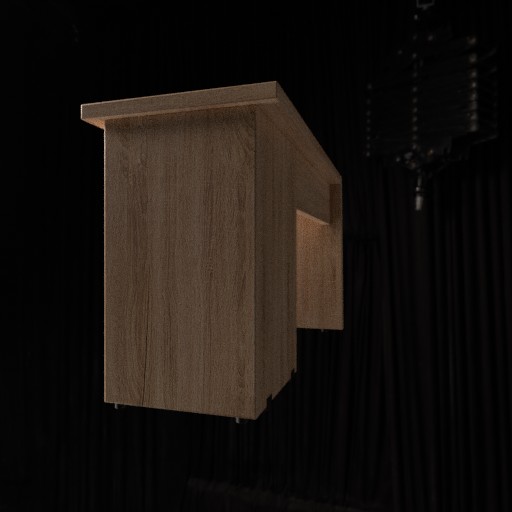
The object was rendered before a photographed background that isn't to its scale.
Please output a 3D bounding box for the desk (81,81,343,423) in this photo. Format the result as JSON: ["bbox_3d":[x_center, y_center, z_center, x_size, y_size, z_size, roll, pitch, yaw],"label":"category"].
[{"bbox_3d":[0.000,0.000,1.639,0.500,0.750,1.300,0,0,17],"label":"desk"}]
